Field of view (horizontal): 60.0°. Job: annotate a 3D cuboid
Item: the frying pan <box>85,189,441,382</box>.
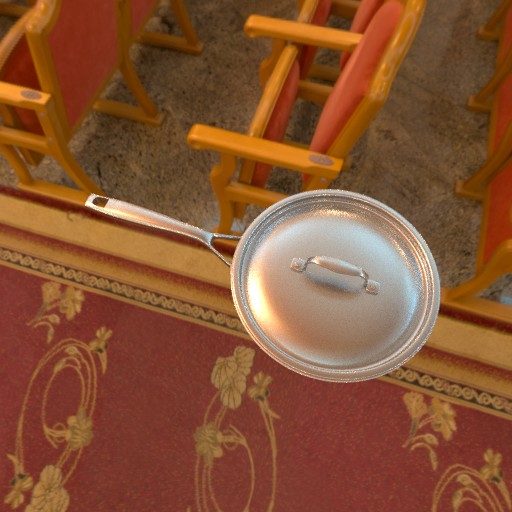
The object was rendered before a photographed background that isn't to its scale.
[{"bbox_3d":[0.000,0.000,0.604,0.490,0.086,0.272,17,65,8],"label":"frying pan"}]
